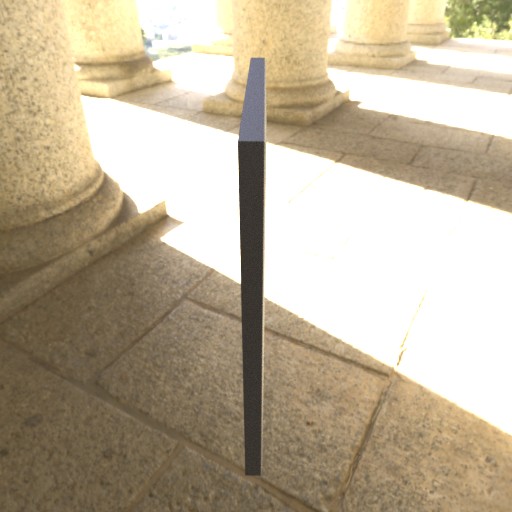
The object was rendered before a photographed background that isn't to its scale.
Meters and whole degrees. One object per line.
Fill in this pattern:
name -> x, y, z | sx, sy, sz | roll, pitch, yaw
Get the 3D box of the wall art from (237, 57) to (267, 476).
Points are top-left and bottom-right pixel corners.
wall art -> 0.000, 0.000, 0.763 | 0.029, 0.558, 0.458 | 1, 33, 1
